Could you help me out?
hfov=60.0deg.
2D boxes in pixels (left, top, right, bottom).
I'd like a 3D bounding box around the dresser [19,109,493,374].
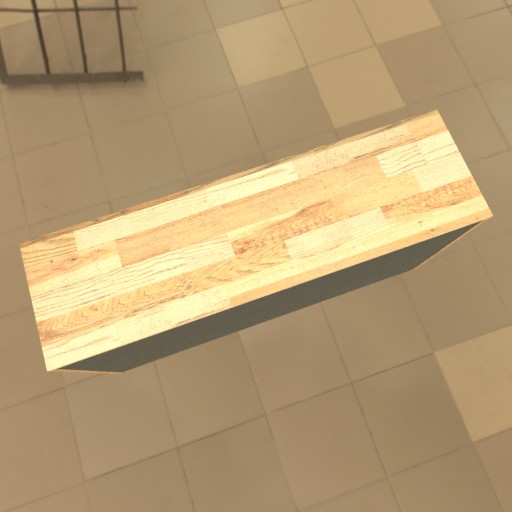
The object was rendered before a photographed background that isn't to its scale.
[{"bbox_3d":[0.000,0.000,1.908,1.547,0.834,0.487,-19,75,-5],"label":"dresser"}]
